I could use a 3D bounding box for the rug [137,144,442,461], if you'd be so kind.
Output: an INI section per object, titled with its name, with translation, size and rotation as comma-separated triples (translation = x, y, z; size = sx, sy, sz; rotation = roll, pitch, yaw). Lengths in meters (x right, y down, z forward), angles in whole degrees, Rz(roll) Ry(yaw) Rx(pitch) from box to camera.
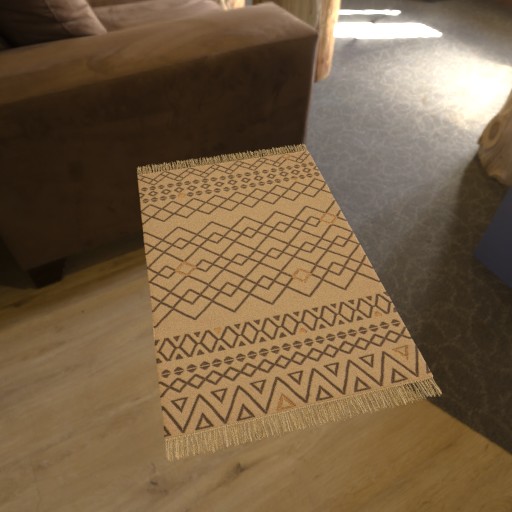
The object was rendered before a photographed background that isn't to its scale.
[rug]
translation = 0.000, 0.000, 2.524
size = 1.224, 0.028, 2.023
rotation = -10, 49, -9
